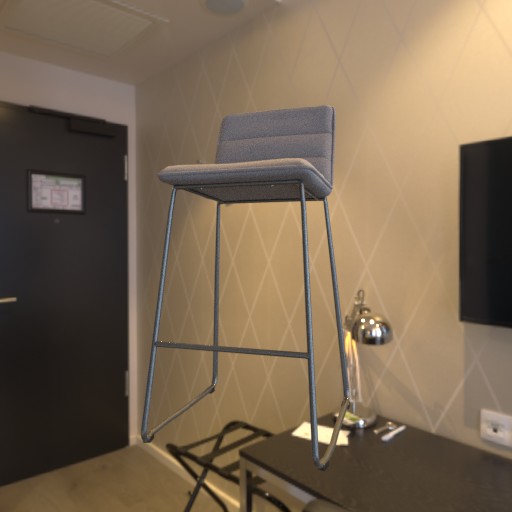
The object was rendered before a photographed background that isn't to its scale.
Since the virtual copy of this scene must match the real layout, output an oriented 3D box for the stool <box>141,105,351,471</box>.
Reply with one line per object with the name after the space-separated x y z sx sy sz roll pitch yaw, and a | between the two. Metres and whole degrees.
0.000 0.000 1.268 0.490 0.960 0.490 0 1 18 | stool
